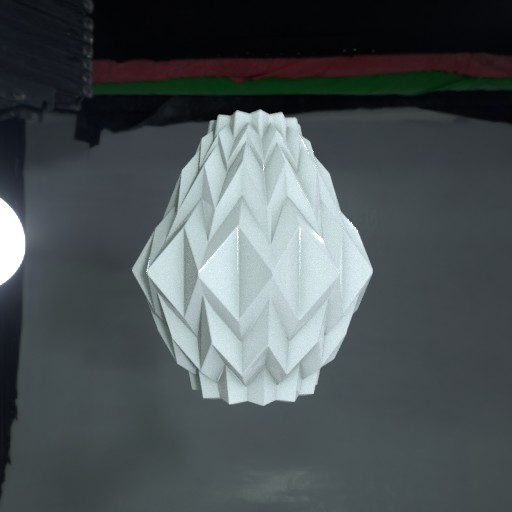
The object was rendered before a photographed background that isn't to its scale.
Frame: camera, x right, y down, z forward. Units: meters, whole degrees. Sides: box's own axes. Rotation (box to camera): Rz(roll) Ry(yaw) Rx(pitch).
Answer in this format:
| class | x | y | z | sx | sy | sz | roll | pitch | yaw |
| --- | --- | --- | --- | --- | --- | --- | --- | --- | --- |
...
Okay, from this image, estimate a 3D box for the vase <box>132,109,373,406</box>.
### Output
| class | x | y | z | sx | sy | sz | roll | pitch | yaw |
| --- | --- | --- | --- | --- | --- | --- | --- | --- | --- |
| vase | 0.000 | 0.000 | 0.311 | 0.164 | 0.185 | 0.164 | 0 | 0 | 0 |
